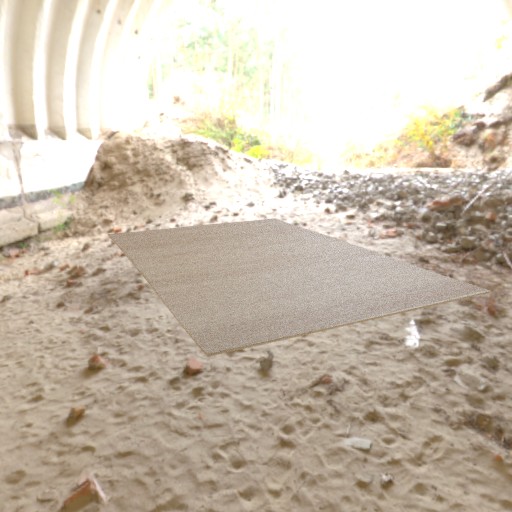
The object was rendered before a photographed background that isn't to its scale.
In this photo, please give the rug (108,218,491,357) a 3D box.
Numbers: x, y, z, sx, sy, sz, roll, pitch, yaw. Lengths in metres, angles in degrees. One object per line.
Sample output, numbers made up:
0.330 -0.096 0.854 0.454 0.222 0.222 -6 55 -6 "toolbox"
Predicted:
0.000 0.000 2.975 1.574 0.029 2.346 -7 17 -25 "rug"
